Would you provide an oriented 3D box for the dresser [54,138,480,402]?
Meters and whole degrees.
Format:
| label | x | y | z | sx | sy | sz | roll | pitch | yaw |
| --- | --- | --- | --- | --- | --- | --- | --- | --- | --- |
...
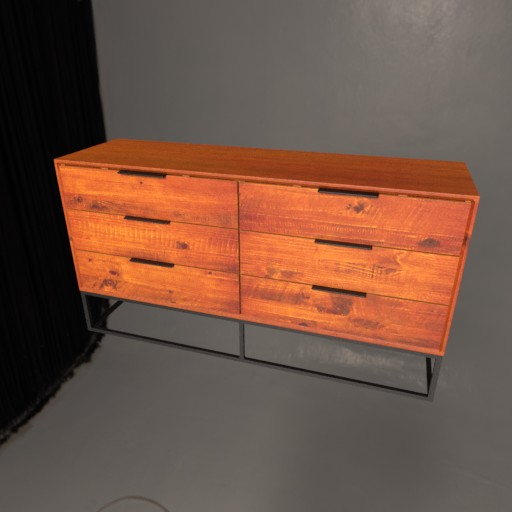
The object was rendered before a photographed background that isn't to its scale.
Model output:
| label | x | y | z | sx | sy | sz | roll | pitch | yaw |
| --- | --- | --- | --- | --- | --- | --- | --- | --- | --- |
| dresser | 0.000 | 0.000 | 1.886 | 1.536 | 0.810 | 0.464 | 8 | 27 | 16 |
